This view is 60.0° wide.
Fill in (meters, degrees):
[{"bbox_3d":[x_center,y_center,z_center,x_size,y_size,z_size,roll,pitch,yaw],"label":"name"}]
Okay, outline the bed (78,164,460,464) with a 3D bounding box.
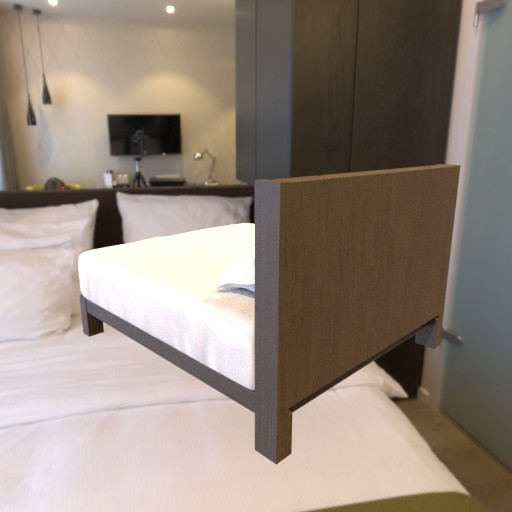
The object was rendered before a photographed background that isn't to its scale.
[{"bbox_3d":[0.000,0.000,3.106,1.735,1.261,1.992,-14,20,-43],"label":"bed"}]
